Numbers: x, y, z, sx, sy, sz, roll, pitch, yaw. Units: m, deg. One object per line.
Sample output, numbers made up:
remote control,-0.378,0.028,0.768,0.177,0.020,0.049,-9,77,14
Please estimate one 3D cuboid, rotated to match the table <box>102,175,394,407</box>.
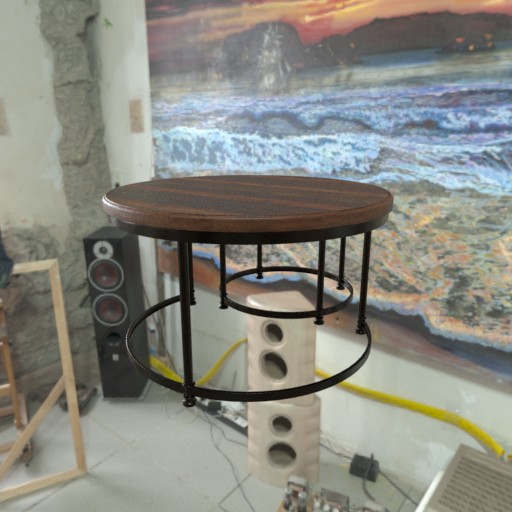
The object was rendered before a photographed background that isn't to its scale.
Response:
table,0.000,0.000,1.591,0.870,0.516,1.152,3,16,9
